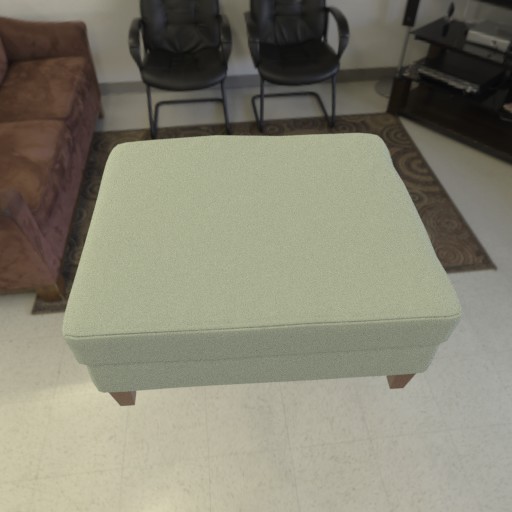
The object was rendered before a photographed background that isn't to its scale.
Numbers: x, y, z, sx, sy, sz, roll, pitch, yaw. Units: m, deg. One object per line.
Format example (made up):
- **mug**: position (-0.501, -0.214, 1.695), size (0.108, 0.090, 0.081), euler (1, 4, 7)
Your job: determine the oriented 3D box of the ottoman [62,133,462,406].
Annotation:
- **ottoman**: position (0.000, 0.000, 1.477), size (0.991, 0.494, 0.842), euler (-3, 47, -3)
